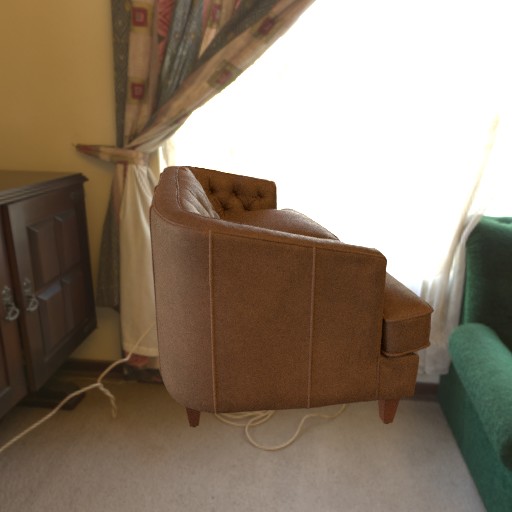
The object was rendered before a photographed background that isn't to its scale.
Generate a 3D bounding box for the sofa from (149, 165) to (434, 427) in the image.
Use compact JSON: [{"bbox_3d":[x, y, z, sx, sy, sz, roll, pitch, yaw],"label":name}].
[{"bbox_3d":[0.000,0.000,2.179,0.917,0.799,1.767,-3,17,-9],"label":"sofa"}]
